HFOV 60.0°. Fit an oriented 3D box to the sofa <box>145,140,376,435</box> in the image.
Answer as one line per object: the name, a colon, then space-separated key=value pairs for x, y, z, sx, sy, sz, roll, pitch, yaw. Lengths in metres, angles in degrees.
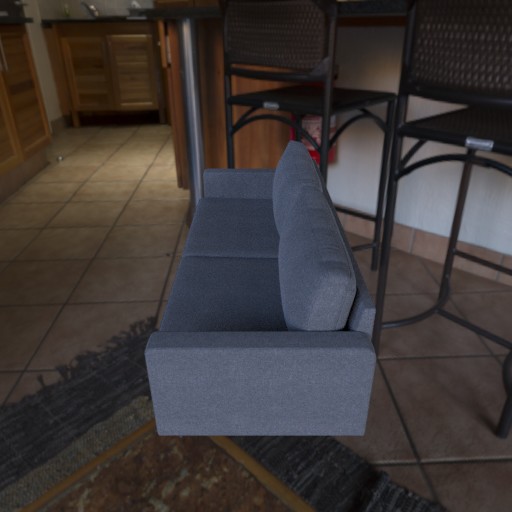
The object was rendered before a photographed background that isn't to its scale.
sofa: x=0.000 y=0.000 z=2.583 sx=0.880 sy=0.880 sz=2.100 roll=0 pitch=29 yaw=0
